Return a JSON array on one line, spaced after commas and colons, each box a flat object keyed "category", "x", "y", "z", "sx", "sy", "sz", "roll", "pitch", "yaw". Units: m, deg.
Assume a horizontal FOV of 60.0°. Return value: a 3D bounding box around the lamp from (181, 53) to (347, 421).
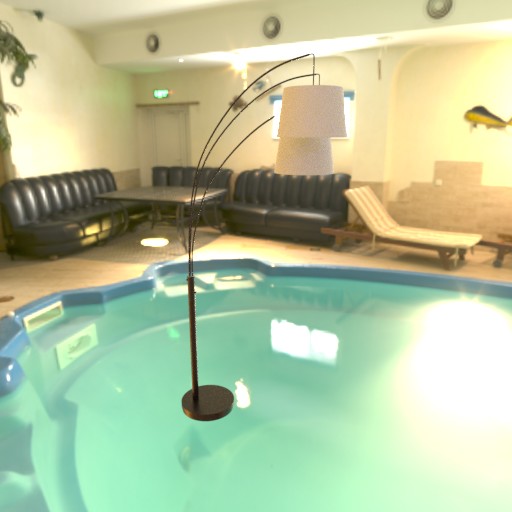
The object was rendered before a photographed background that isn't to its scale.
[{"category": "lamp", "x": 0.000, "y": 0.000, "z": 2.458, "sx": 0.924, "sy": 1.950, "sz": 0.951, "roll": 3, "pitch": 15, "yaw": 11}]
